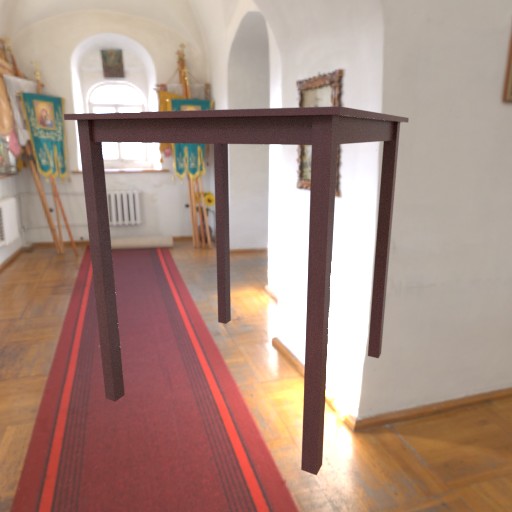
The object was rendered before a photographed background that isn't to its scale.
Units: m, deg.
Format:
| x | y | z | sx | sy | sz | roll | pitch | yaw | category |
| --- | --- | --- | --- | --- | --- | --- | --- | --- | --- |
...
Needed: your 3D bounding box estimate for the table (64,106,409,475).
| x | y | z | sx | sy | sz | roll | pitch | yaw | category |
| --- | --- | --- | --- | --- | --- | --- | --- | --- | --- |
| 0.000 | 0.000 | 1.646 | 0.861 | 0.991 | 0.861 | 8 | 17 | 27 | table |
